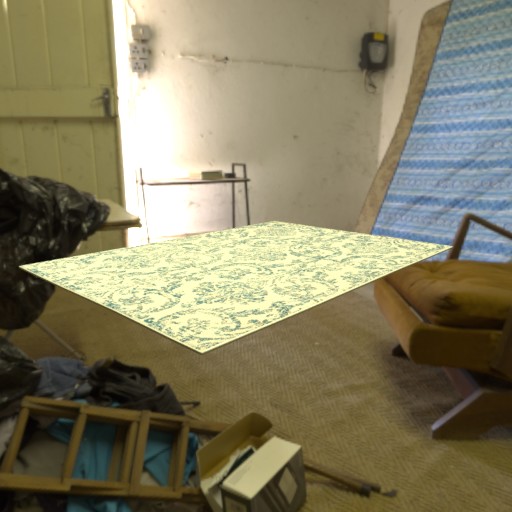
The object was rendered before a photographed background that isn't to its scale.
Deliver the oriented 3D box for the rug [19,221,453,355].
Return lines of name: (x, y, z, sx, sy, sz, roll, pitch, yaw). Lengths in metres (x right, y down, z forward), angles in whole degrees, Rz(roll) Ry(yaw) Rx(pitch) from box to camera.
rug: (0.000, 0.000, 2.732, 1.586, 0.014, 2.197, 12, 18, 42)
